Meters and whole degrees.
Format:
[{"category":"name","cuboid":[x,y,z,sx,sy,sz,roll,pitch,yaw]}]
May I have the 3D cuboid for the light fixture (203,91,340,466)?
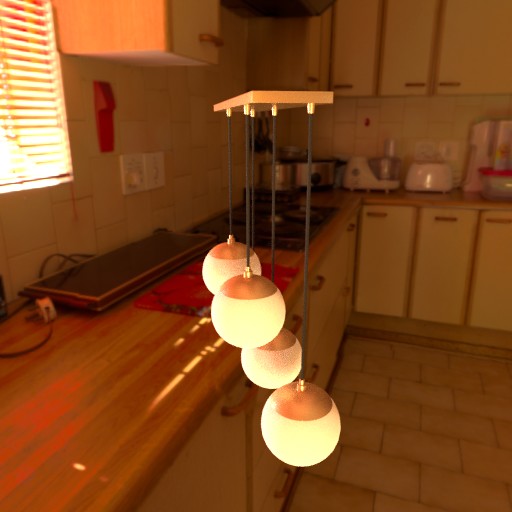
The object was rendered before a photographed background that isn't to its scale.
[{"category":"light fixture","cuboid":[0.000,0.000,1.312,0.299,0.869,0.863,-3,17,-10]}]
